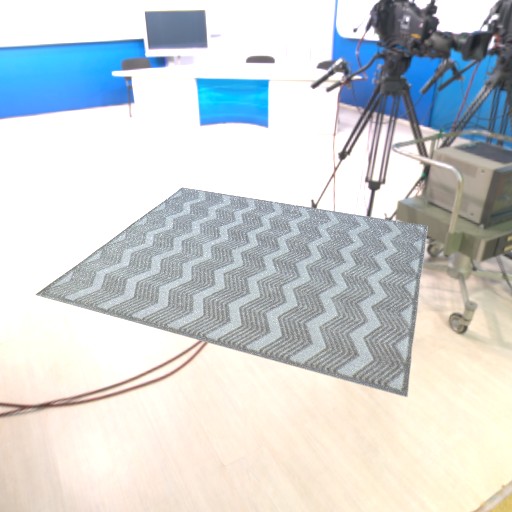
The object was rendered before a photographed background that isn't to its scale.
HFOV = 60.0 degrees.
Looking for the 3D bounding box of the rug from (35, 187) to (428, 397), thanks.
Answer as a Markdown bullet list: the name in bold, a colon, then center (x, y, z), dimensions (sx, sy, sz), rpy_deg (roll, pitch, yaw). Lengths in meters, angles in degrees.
- **rug**: center (0.000, 0.000, 4.059), dimensions (2.880, 0.005, 2.391), rpy_deg (11, 33, 18)
